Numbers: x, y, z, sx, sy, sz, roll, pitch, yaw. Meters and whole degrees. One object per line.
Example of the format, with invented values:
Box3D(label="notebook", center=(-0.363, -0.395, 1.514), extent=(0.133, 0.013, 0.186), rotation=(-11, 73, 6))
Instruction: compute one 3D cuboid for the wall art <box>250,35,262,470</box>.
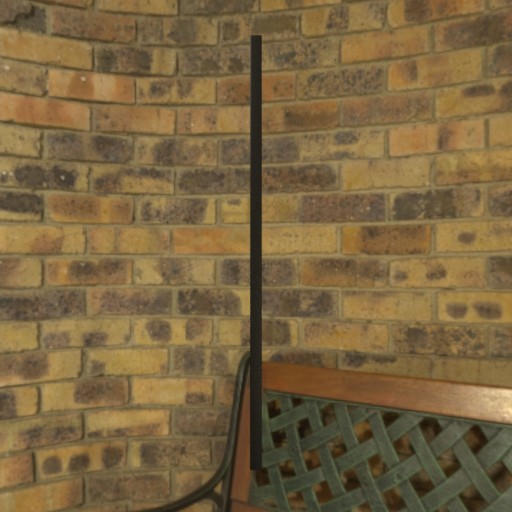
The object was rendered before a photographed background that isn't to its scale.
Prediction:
Box3D(label="wall art", center=(0.000, 0.000, 0.694), extent=(0.012, 0.458, 0.457), rotation=(0, -2, 0))
